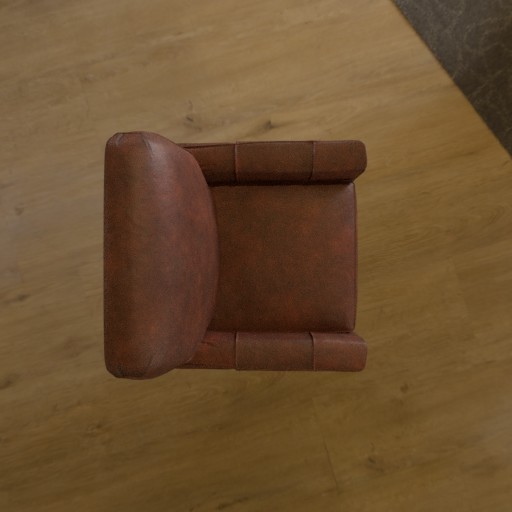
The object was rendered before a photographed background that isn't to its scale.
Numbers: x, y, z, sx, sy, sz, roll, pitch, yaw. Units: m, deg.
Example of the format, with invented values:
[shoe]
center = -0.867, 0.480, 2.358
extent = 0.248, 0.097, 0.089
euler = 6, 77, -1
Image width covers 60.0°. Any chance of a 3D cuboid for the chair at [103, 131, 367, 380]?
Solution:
[chair]
center = 0.000, 0.000, 1.698
extent = 0.836, 1.043, 0.843
euler = 0, 90, 0
